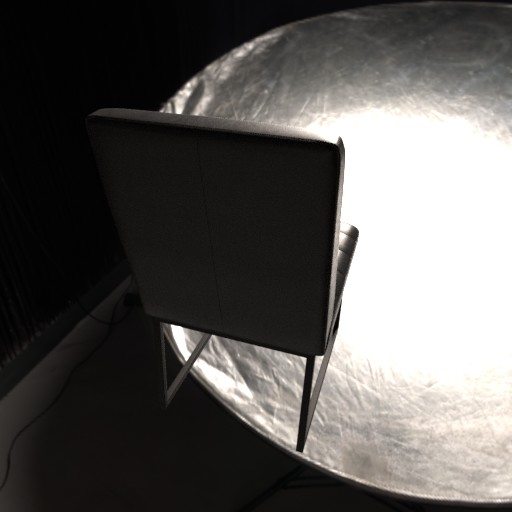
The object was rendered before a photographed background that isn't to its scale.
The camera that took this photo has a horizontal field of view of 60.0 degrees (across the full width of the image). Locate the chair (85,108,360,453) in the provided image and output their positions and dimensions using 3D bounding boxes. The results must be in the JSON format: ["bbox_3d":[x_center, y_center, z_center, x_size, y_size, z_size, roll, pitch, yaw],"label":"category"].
[{"bbox_3d":[0.000,0.000,1.279,0.520,0.930,0.634,11,35,16],"label":"chair"}]
